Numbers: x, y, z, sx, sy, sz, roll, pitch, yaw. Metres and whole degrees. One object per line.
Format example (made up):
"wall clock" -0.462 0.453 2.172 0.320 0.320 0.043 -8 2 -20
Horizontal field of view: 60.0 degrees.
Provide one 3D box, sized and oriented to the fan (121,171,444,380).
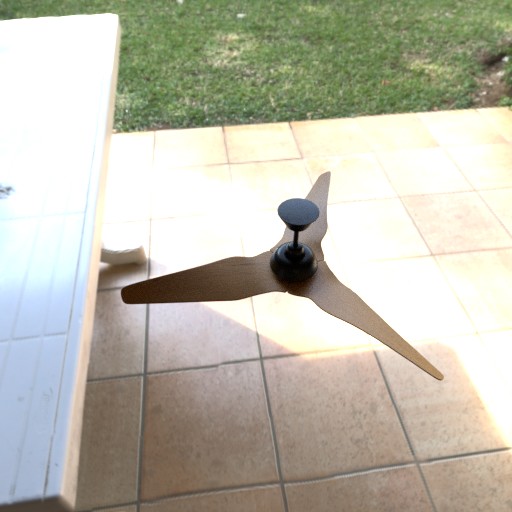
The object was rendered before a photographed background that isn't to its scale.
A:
"fan" 0.000 0.000 1.620 1.010 0.355 1.142 -10 47 -10
